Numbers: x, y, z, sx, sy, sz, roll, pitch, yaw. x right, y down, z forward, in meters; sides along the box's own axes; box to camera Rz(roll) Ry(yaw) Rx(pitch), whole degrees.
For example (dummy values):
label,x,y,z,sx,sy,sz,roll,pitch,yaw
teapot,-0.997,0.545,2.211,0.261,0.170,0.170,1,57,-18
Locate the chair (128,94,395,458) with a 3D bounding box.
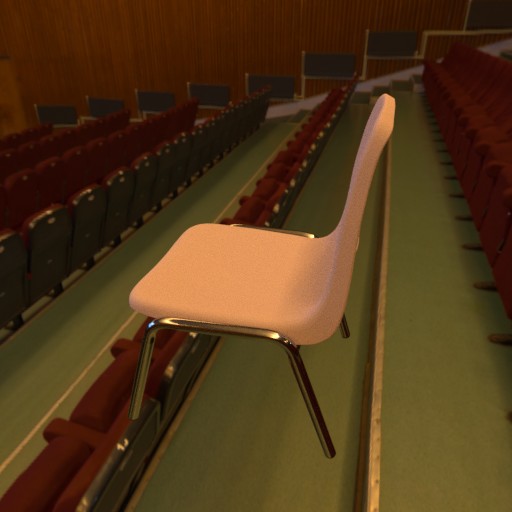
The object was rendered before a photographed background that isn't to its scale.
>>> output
label,x,y,z,sx,sy,sz,roll,pitch,yaw
chair,0.000,0.000,0.765,0.385,0.537,0.354,7,30,13
